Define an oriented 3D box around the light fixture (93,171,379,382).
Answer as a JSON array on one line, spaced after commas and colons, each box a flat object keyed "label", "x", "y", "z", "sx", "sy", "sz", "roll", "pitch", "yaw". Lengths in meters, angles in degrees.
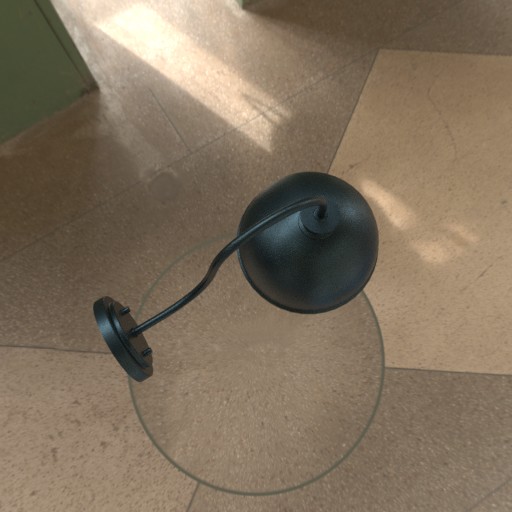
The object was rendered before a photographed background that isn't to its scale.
[{"label": "light fixture", "x": 0.000, "y": 0.000, "z": 0.643, "sx": 0.467, "sy": 0.295, "sz": 0.253, "roll": -30, "pitch": 79, "yaw": -6}]
